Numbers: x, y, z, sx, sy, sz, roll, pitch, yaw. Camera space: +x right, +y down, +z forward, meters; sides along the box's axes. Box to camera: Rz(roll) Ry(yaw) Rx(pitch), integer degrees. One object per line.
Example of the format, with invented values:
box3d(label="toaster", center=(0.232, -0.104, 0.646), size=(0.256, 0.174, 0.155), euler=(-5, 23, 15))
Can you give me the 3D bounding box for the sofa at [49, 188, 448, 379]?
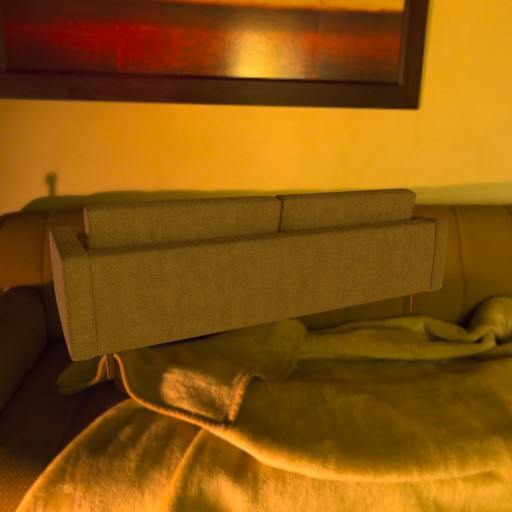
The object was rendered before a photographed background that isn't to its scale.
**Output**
box3d(label="sofa", center=(0.000, 0.000, 2.644), size=(2.200, 0.770, 0.919), euler=(-7, 15, -26))
